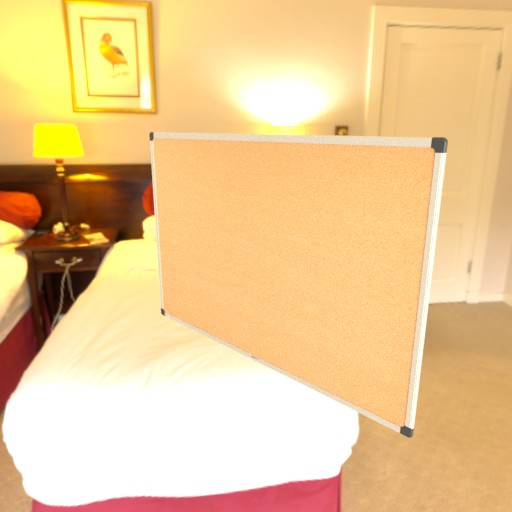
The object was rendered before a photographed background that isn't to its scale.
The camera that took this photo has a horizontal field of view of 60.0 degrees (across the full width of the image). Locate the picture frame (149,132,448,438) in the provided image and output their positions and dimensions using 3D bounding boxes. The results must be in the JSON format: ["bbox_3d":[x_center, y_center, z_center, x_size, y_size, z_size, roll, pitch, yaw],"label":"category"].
[{"bbox_3d":[0.000,0.000,1.129,0.900,0.600,0.010,15,22,42],"label":"picture frame"}]
